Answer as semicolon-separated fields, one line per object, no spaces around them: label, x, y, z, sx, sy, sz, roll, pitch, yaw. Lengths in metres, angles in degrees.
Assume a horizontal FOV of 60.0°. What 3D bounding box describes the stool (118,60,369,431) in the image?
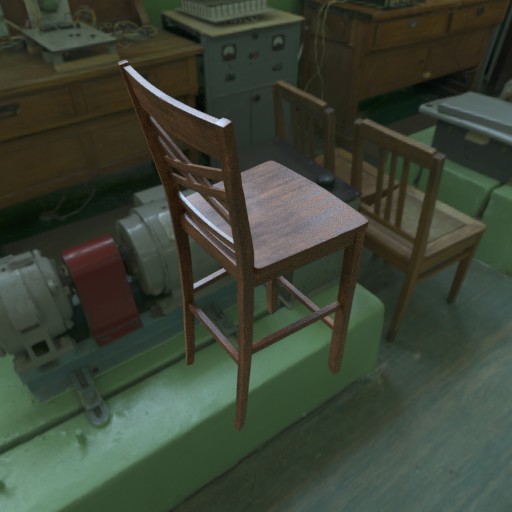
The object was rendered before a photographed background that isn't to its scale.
stool;0.000;0.000;1.335;0.487;1.105;0.433;-26;47;-27
